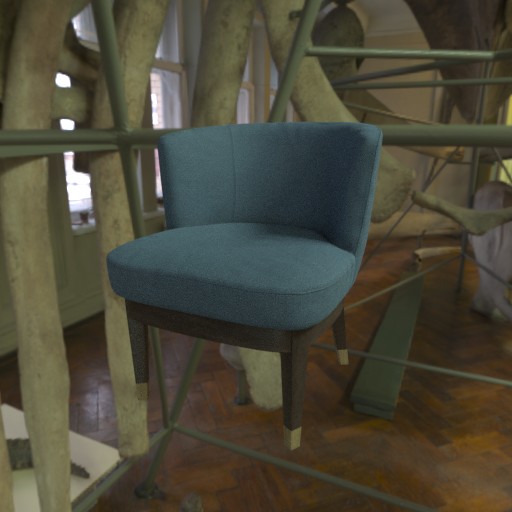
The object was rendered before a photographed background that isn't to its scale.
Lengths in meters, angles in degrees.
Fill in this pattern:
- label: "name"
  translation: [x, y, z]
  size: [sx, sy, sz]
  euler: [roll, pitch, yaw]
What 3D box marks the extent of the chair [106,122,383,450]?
- label: "chair"
  translation: [0.000, 0.000, 1.281]
  size: [0.661, 0.760, 0.702]
  euler: [7, 17, 26]
